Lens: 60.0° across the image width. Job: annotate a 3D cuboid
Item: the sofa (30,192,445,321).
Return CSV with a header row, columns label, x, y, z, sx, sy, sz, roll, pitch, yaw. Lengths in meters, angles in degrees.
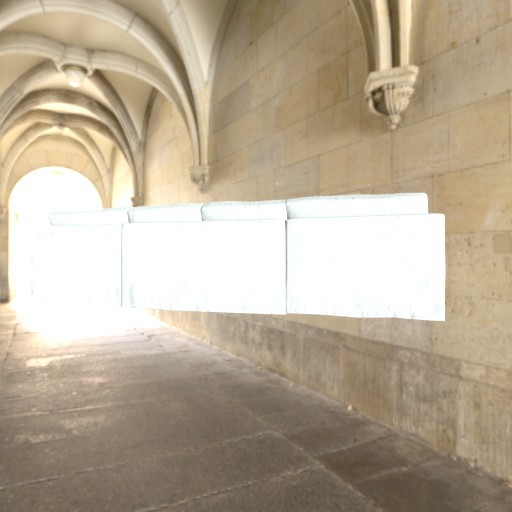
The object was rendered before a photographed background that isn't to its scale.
label,x,y,z,sx,sy,sz,roll,pitch,yaw
sofa,0.000,0.000,4.521,3.434,0.869,2.440,0,-1,19
